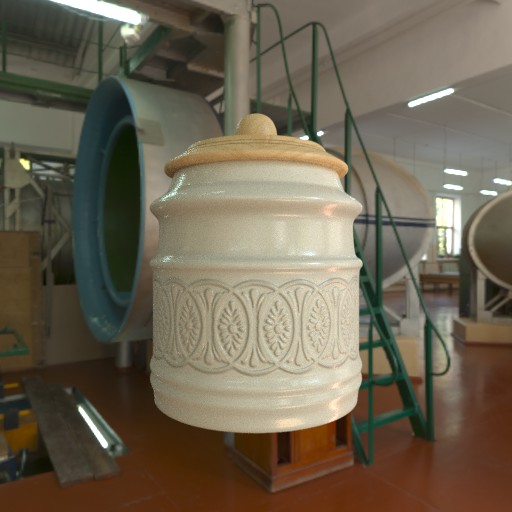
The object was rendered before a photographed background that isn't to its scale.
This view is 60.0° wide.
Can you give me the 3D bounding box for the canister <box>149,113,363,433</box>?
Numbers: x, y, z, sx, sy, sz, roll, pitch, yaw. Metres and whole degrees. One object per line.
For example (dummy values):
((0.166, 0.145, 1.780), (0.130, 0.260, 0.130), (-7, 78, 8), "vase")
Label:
((0.000, 0.000, 0.278), (0.130, 0.176, 0.130), (0, 0, 0), "canister")
